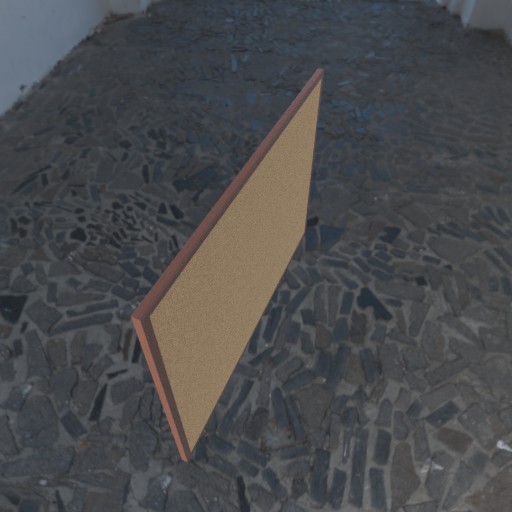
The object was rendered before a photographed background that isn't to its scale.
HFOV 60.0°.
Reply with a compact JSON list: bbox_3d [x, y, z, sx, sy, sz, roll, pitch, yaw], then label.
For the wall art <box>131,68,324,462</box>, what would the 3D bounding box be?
[{"bbox_3d":[0.000,0.000,0.854,0.014,0.455,0.660,18,50,16],"label":"wall art"}]
